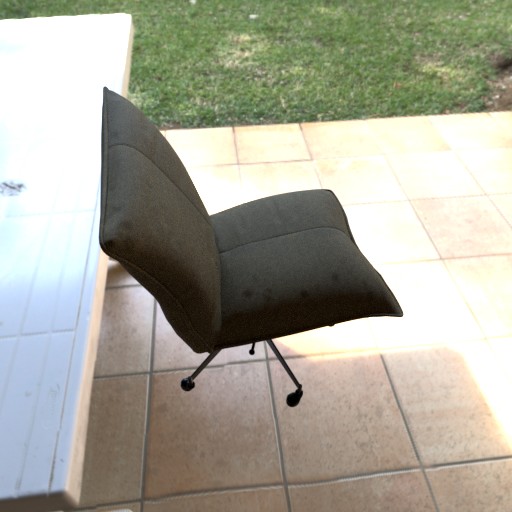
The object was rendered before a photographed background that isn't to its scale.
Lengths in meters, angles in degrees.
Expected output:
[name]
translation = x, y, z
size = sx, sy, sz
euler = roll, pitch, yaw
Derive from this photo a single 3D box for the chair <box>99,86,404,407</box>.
[chair]
translation = 0.000, 0.000, 1.271
size = 0.696, 0.811, 0.597
euler = -9, 47, -9
